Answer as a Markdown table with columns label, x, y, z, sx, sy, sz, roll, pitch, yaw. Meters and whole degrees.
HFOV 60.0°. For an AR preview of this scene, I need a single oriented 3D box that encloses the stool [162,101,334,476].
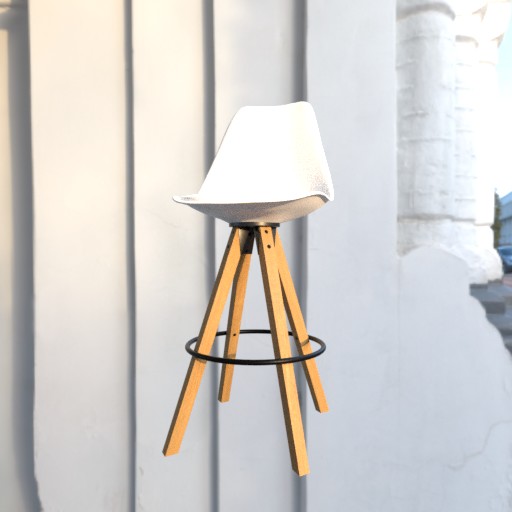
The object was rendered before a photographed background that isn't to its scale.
| label | x | y | z | sx | sy | sz | roll | pitch | yaw |
| --- | --- | --- | --- | --- | --- | --- | --- | --- | --- |
| stool | 0.000 | 0.000 | 1.421 | 0.482 | 1.115 | 0.549 | 0 | 2 | 16 |
